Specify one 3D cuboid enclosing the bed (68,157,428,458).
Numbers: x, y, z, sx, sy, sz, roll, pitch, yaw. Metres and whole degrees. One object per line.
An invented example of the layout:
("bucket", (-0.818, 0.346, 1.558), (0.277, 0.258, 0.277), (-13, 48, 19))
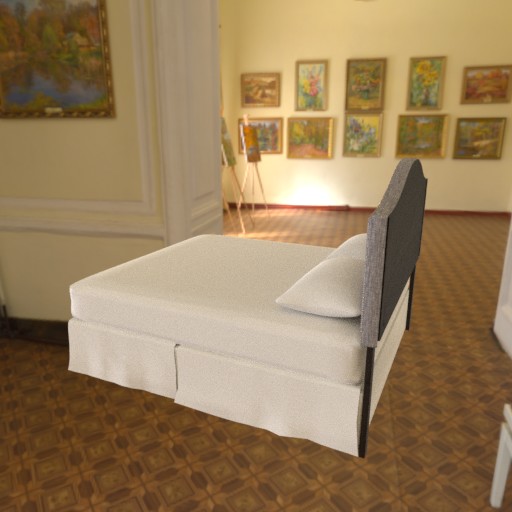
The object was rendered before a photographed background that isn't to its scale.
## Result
("bed", (0.000, 0.000, 2.884), (1.870, 1.295, 1.610), (7, 17, 25))
